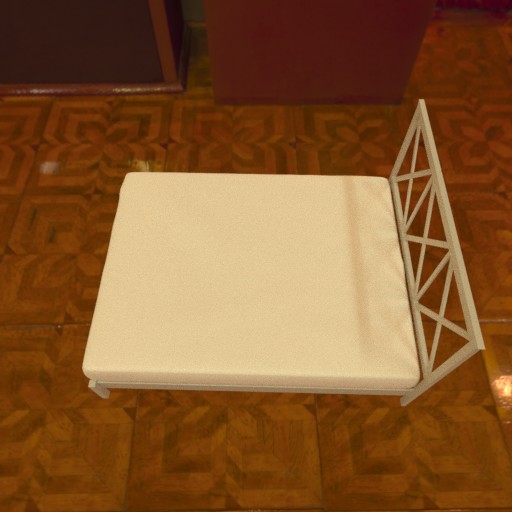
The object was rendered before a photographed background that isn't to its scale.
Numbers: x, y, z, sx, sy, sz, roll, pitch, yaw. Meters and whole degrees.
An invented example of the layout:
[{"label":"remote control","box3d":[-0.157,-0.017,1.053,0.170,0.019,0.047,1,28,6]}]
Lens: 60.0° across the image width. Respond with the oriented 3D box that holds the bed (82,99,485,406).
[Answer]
[{"label":"bed","box3d":[0.000,0.000,2.998,2.135,1.253,1.673,1,59,1]}]
